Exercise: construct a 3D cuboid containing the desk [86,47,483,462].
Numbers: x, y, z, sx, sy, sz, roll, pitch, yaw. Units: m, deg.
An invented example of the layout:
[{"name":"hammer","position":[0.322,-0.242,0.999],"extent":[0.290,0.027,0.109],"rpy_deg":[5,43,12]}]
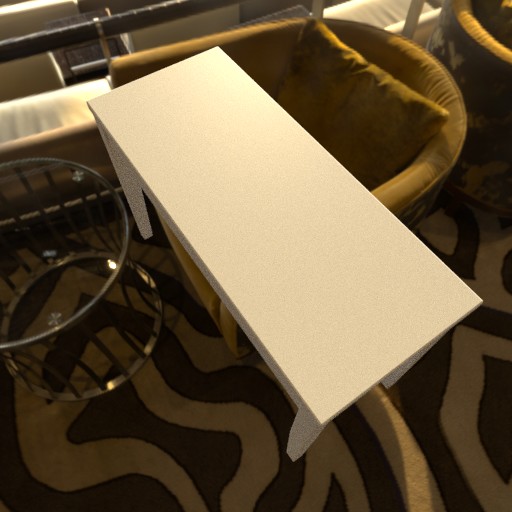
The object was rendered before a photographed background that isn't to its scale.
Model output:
[{"name":"desk","position":[0.000,0.000,1.593],"extent":[0.508,0.775,1.220],"rpy_deg":[-31,64,-17]}]
